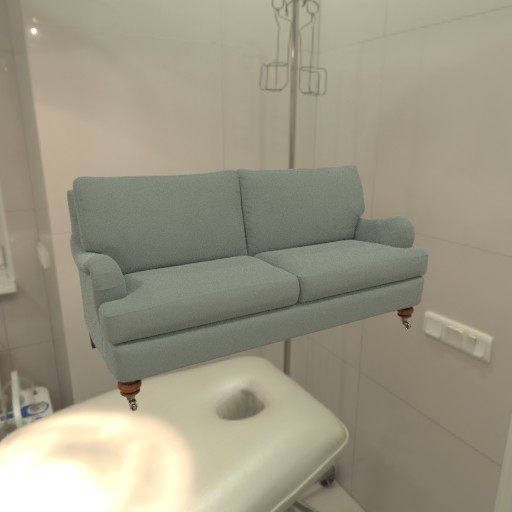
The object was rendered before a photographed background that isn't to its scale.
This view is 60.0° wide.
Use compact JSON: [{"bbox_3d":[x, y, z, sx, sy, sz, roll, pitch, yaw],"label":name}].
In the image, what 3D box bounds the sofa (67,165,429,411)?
[{"bbox_3d":[0.000,0.000,2.929,2.193,1.096,1.069,-9,18,-28],"label":"sofa"}]
